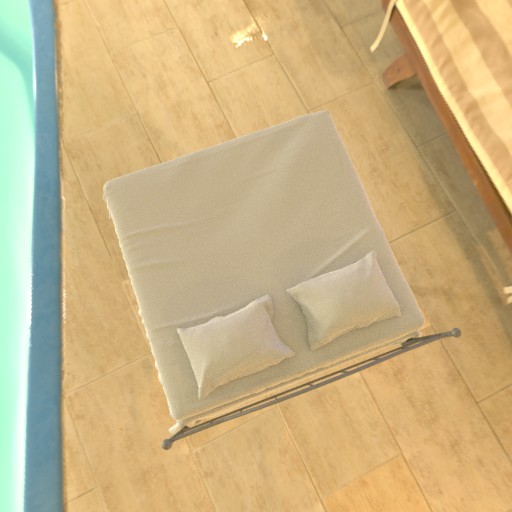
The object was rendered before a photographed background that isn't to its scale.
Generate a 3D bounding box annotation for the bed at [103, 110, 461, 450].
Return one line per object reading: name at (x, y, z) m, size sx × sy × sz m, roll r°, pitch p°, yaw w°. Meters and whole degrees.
bed at (0.000, 0.000, 3.546) m, size 2.309 × 1.080 × 2.220 m, roll -19°, pitch 76°, yaw -5°
